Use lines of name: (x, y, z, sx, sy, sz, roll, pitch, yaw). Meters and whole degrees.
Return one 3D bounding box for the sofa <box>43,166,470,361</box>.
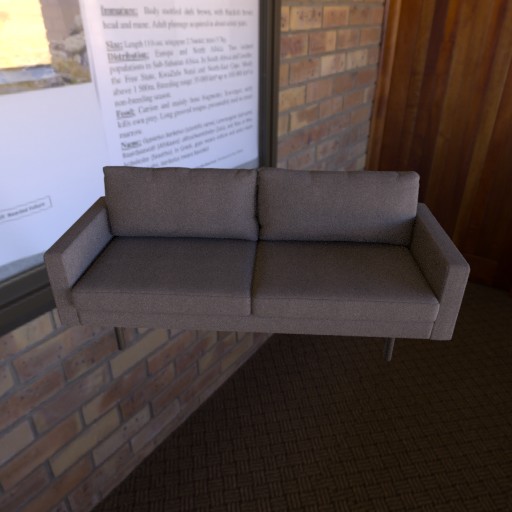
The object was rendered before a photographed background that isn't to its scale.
sofa: (0.000, 0.000, 2.599, 2.100, 0.880, 0.880, 2, 29, 3)
